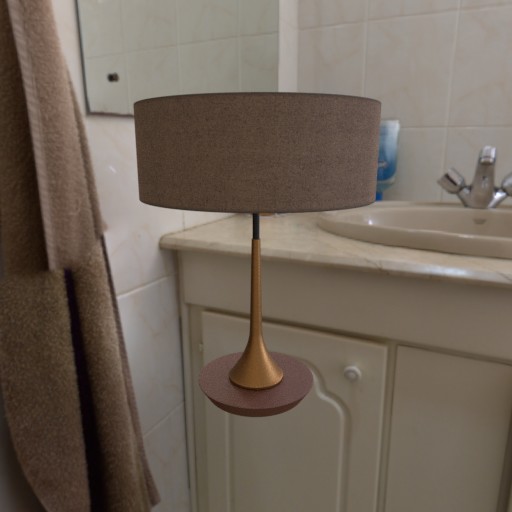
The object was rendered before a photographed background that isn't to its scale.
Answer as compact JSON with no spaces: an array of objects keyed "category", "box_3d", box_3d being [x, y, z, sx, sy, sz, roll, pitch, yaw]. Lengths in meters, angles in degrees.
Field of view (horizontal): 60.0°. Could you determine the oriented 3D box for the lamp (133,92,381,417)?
[{"category":"lamp","box_3d":[0.000,0.000,0.825,0.417,0.551,0.396,7,15,27]}]
